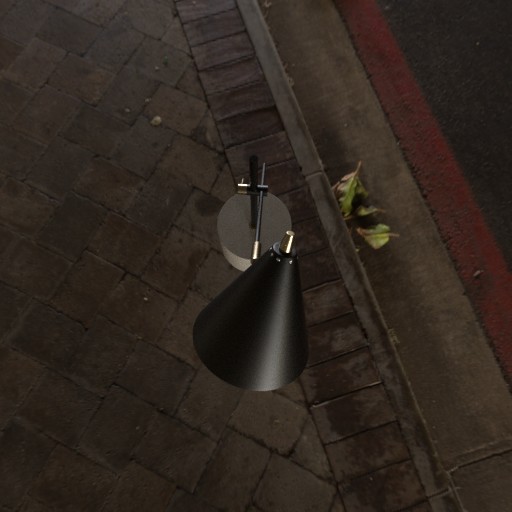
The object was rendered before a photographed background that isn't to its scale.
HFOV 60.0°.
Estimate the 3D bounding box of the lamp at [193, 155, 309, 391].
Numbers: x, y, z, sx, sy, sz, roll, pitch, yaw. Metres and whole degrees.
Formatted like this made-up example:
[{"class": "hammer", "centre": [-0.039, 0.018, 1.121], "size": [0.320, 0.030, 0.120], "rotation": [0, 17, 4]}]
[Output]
[{"class": "lamp", "centre": [0.000, 0.000, 0.720], "size": [0.214, 0.518, 0.403], "rotation": [14, 75, 4]}]
